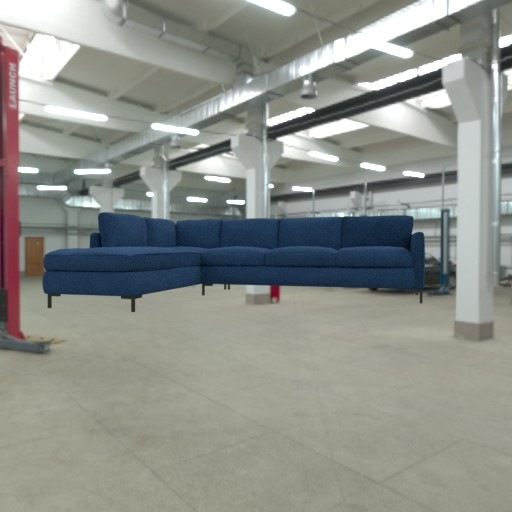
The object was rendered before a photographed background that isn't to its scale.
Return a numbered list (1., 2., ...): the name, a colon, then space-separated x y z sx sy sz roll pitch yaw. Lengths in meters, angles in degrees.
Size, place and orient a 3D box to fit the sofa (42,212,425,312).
1. sofa: 0.000 0.000 4.016 2.949 0.815 2.007 0 1 17
